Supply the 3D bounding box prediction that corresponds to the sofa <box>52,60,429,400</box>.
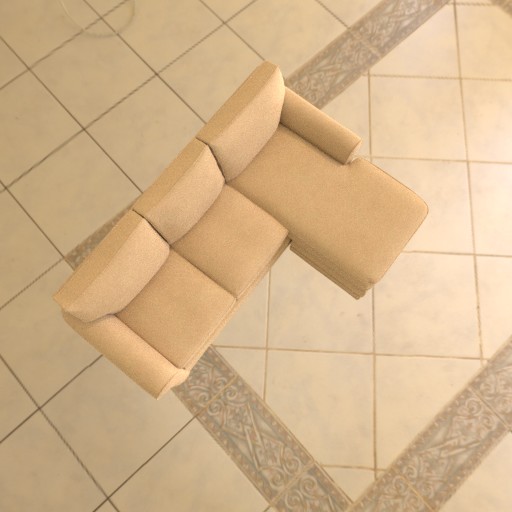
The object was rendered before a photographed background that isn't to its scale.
[{"bbox_3d":[0.000,0.000,2.401,1.226,0.734,1.770,37,79,8],"label":"sofa"}]
